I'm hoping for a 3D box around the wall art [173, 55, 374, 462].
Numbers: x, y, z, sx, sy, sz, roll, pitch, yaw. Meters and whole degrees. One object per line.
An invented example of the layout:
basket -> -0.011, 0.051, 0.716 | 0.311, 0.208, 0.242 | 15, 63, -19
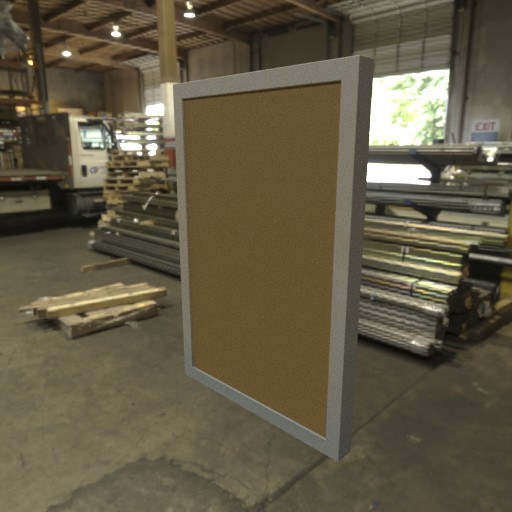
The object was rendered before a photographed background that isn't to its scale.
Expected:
wall art -> 0.000, 0.000, 0.795 | 0.408, 0.611, 0.038 | 13, 19, 43
